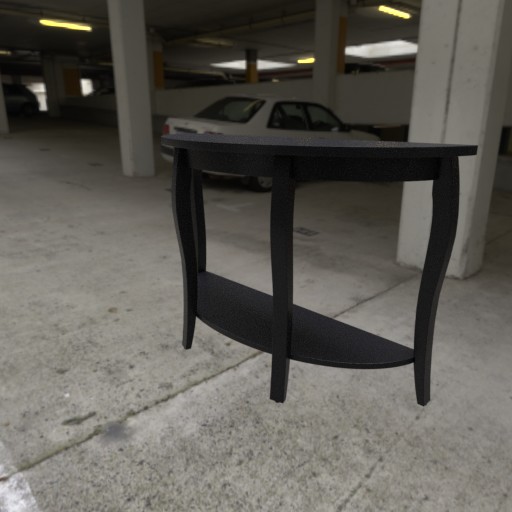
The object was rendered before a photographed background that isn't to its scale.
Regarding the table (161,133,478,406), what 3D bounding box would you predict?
[{"bbox_3d":[0.000,0.000,1.532,0.394,0.780,1.219,-16,24,-42],"label":"table"}]
